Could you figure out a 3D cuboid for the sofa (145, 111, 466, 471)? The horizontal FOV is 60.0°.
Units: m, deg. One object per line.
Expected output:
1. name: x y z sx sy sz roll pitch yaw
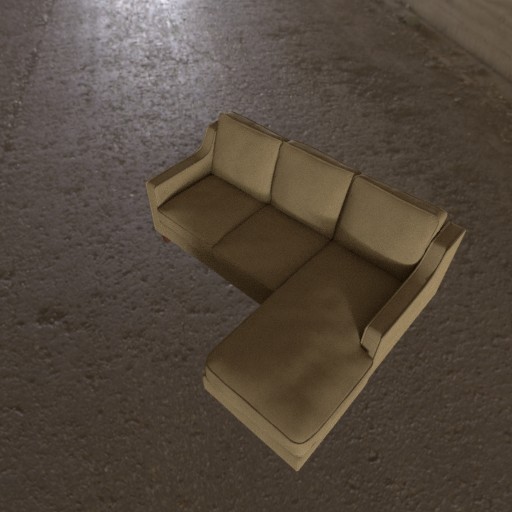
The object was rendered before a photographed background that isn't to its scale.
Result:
1. sofa: 0.000 0.000 3.351 2.317 1.066 1.858 33 55 27
